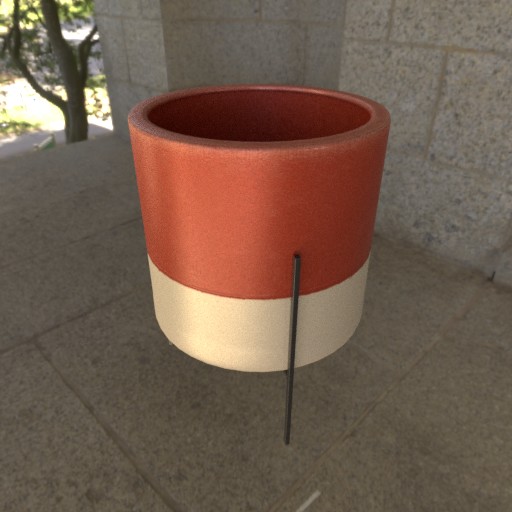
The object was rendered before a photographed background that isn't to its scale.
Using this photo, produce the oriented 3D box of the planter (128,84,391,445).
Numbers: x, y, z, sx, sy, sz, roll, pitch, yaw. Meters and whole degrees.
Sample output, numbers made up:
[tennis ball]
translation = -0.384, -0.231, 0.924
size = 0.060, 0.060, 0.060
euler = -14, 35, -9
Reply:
[planter]
translation = 0.000, 0.000, 0.713
size = 0.354, 0.465, 0.345
euler = 8, 32, 13
